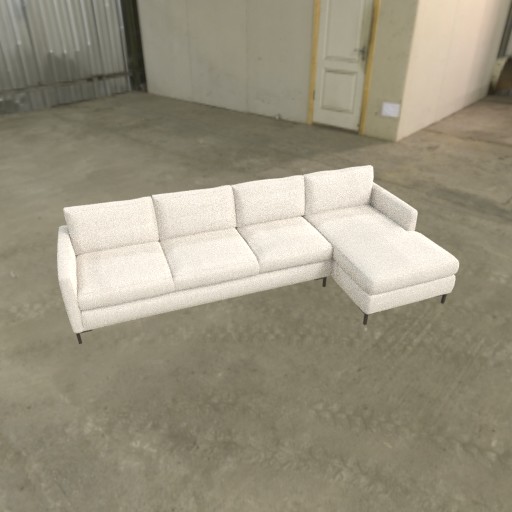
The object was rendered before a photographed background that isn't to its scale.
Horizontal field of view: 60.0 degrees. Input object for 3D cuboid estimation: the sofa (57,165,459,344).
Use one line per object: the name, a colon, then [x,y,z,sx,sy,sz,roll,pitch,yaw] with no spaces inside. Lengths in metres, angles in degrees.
sofa: [0.000,0.000,2.959,2.445,0.677,1.126,-11,34,-17]
